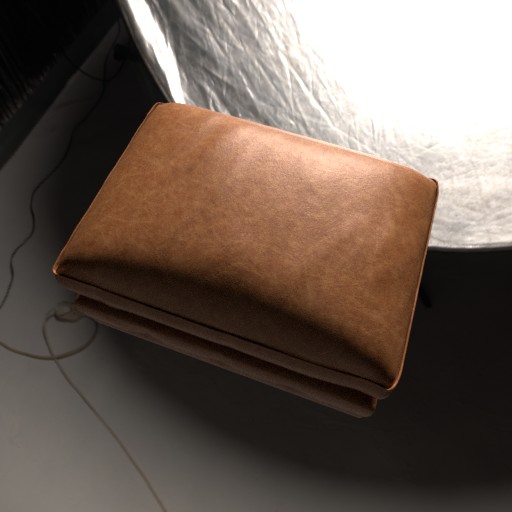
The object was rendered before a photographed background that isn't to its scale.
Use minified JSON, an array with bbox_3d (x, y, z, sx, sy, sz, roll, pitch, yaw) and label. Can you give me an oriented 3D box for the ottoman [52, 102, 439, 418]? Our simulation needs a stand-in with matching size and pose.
[{"bbox_3d":[0.000,0.000,1.077,0.710,0.480,0.533,18,65,9],"label":"ottoman"}]
